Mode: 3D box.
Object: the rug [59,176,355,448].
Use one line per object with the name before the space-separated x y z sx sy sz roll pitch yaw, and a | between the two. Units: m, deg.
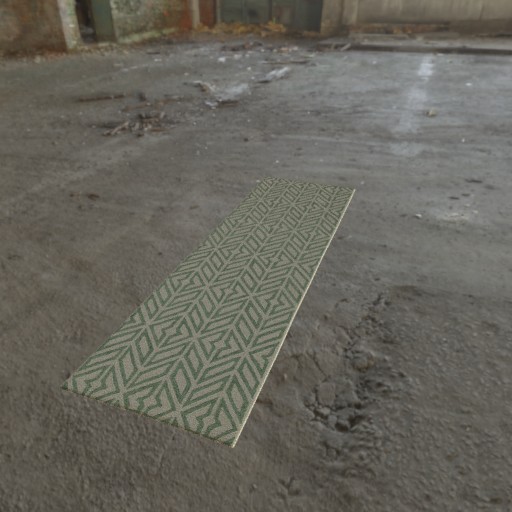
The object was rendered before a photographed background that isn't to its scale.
rug | 0.000 0.000 2.611 0.750 0.009 2.435 11 33 18
